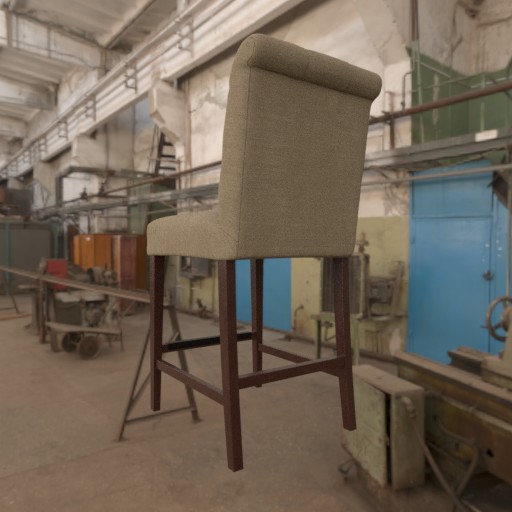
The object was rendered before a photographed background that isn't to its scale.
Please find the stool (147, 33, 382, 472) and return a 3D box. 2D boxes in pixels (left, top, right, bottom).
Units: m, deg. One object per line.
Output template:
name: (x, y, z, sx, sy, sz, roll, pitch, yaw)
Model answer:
stool: (0.000, 0.000, 1.426, 0.486, 1.084, 0.660, -1, 2, -36)
